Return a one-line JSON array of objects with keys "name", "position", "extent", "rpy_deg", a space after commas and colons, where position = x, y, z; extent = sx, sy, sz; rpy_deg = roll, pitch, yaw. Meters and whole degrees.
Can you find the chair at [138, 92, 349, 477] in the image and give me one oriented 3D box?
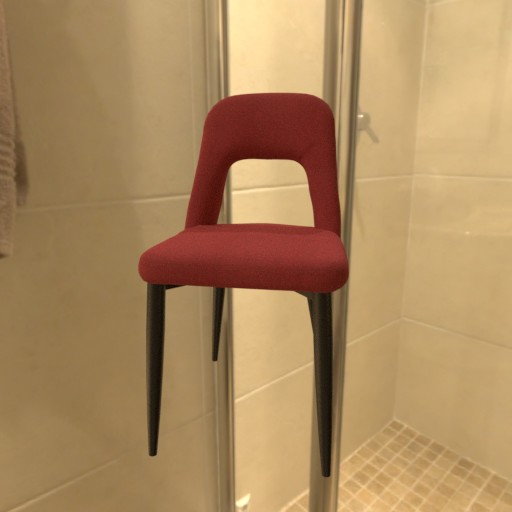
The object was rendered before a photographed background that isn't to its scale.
[{"name": "chair", "position": [0.000, 0.000, 1.200], "extent": [0.483, 0.892, 0.569], "rpy_deg": [2, 14, 9]}]
